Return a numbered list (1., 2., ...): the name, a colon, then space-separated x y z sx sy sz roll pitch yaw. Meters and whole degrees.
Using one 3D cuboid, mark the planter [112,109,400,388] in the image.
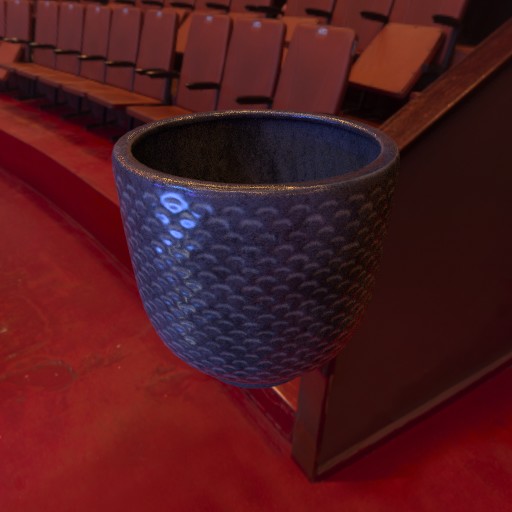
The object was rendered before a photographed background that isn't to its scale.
1. planter: 0.000 0.000 0.358 0.197 0.191 0.197 0 30 0
